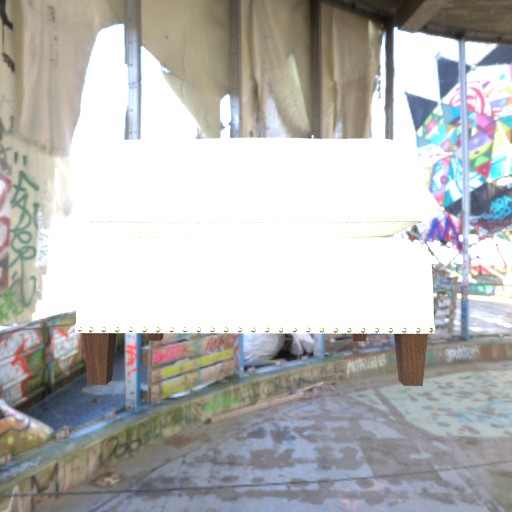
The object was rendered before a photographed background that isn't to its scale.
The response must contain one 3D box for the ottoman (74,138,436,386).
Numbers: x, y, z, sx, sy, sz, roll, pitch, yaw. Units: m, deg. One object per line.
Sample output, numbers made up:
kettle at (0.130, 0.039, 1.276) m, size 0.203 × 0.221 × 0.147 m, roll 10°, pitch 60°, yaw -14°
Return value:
ottoman at (0.000, 0.000, 1.169) m, size 0.738 × 0.537 × 0.589 m, roll 0°, pitch 0°, yaw 1°
